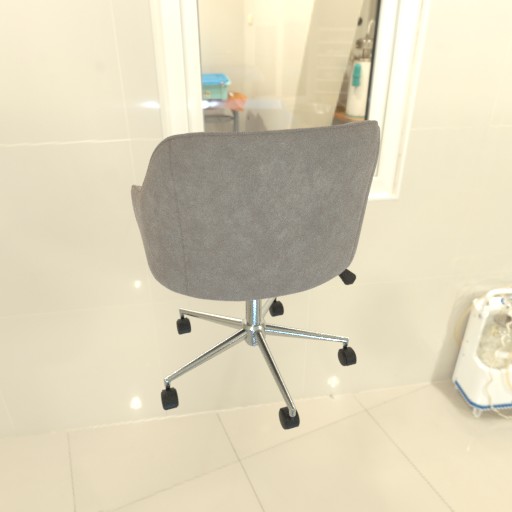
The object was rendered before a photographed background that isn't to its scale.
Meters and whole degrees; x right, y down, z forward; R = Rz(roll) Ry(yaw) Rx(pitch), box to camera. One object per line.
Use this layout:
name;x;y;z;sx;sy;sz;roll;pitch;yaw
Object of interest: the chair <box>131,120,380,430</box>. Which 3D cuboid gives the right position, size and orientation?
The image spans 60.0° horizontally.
chair;0.000;0.000;1.269;0.635;0.831;0.573;-9;30;-15
